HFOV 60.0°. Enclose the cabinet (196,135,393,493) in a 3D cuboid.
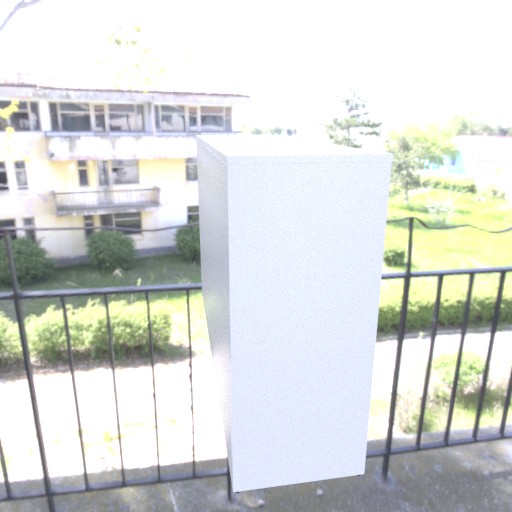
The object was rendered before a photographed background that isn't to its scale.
[{"bbox_3d":[0.000,0.000,1.788,0.380,0.900,1.450,-3,17,-10],"label":"cabinet"}]
